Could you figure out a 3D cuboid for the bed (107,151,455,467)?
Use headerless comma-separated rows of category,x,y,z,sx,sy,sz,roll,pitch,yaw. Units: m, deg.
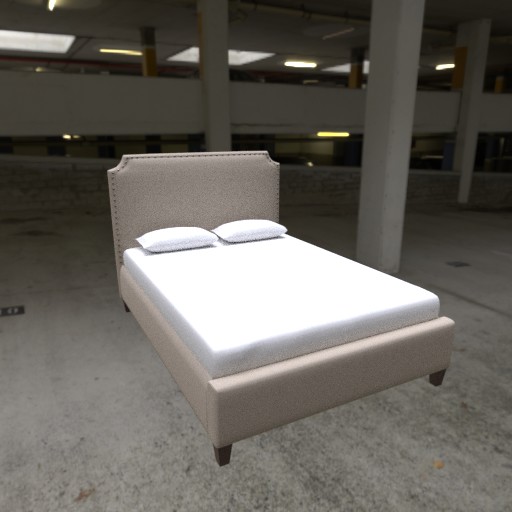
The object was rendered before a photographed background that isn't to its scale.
bed,0.000,0.000,3.411,1.713,1.443,2.372,-8,18,-26
